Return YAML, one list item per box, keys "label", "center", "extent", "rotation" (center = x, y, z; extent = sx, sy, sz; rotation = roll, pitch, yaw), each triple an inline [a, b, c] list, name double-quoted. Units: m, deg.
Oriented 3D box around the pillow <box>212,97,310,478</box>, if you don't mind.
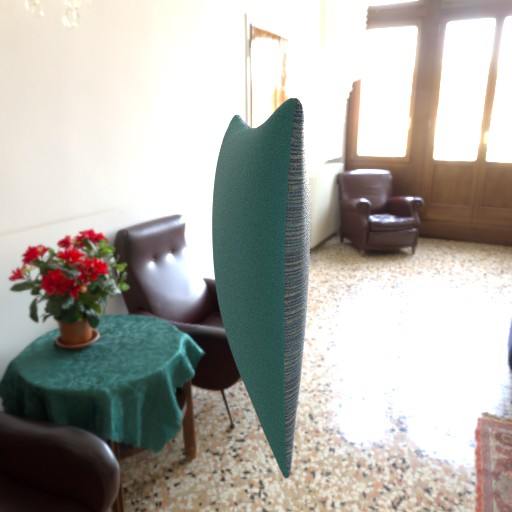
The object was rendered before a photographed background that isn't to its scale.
- label: "pillow"
  center: [0.000, 0.000, 0.781]
  extent: [0.150, 0.497, 0.514]
  rotation: [-3, 16, -9]
